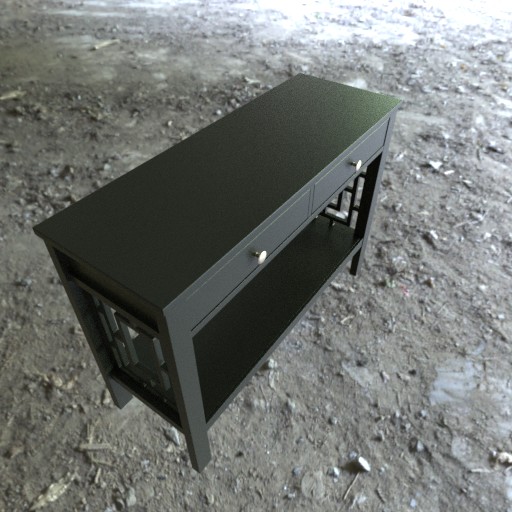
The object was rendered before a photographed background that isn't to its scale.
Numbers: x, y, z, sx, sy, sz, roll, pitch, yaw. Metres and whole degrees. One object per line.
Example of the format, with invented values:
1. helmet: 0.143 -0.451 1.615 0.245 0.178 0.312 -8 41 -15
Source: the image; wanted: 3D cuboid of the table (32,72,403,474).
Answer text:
1. table: 0.000 0.000 1.424 0.397 0.753 1.068 26 49 25
